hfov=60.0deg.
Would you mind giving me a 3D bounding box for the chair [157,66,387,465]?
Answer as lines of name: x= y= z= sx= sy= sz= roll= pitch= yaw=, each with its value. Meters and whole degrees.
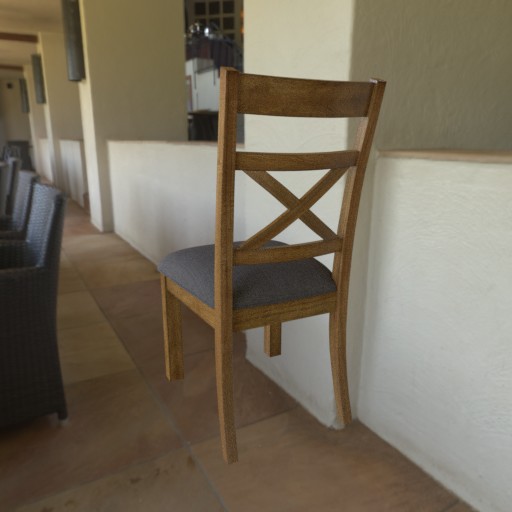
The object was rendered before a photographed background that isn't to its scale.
chair: x=0.000 y=0.000 z=1.309 sx=0.470 sy=0.949 sz=0.581 roll=-7 pitch=17 yaw=-26
